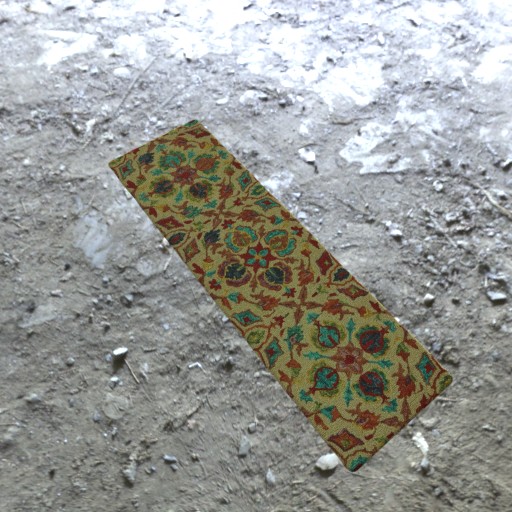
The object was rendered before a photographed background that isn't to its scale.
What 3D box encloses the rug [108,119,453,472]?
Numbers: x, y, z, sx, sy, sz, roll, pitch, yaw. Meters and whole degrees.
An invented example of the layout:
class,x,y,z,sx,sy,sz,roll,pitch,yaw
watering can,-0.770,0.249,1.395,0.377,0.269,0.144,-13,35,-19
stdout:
class,x,y,z,sx,sy,sz,roll,pitch,yaw
rug,0.000,0.000,2.496,0.693,0.016,2.273,-33,64,-18
